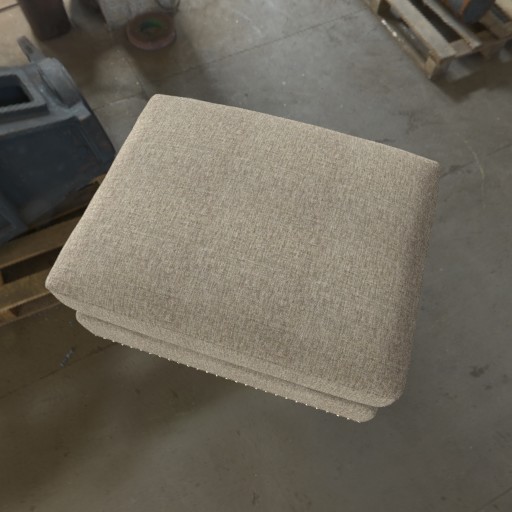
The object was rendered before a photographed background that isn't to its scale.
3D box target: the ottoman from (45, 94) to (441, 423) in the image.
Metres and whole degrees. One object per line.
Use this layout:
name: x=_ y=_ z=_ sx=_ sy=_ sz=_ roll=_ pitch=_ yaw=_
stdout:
ottoman: x=0.000 y=0.000 z=1.123 sx=0.741 sy=0.513 sz=0.584 roll=16 pitch=65 yaw=8
